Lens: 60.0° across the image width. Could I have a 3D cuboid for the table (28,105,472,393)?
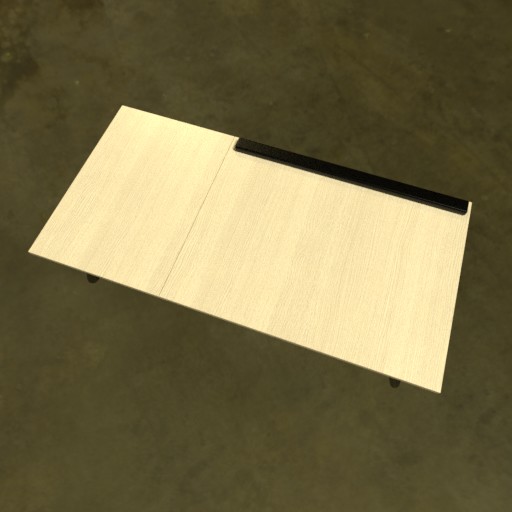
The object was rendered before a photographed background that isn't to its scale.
[{"bbox_3d":[0.000,0.000,0.809,0.644,0.242,0.322,18,65,8],"label":"table"}]
